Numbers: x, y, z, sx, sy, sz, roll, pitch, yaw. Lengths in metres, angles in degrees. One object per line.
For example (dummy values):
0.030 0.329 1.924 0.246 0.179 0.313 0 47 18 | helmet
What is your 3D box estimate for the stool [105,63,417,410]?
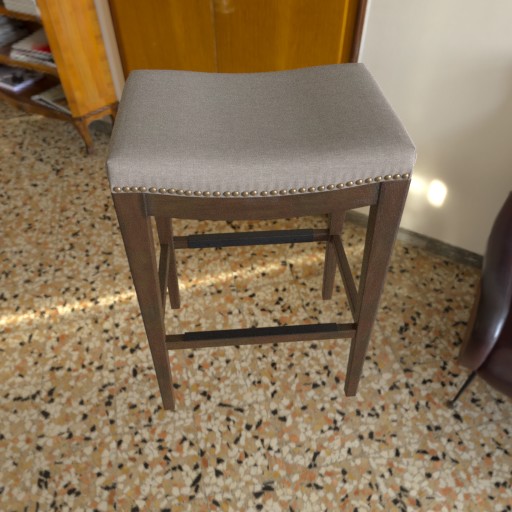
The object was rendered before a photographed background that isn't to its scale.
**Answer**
0.000 0.000 1.028 0.508 0.762 0.356 -3 46 -3 | stool
